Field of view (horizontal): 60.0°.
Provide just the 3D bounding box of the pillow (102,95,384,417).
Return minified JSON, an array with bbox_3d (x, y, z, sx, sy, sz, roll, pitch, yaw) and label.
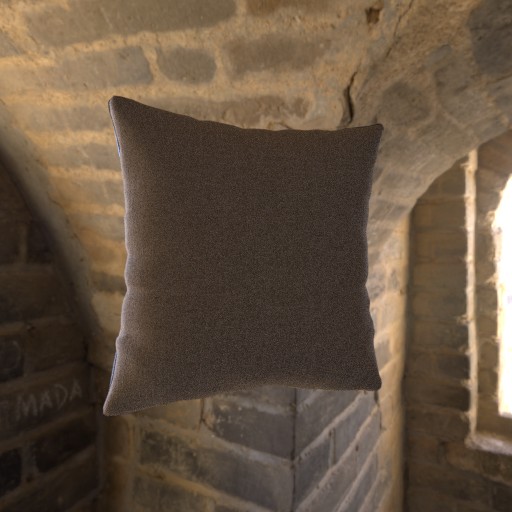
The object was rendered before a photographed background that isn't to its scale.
[{"bbox_3d":[0.000,0.000,0.675,0.440,0.441,0.147,0,-1,-18],"label":"pillow"}]
